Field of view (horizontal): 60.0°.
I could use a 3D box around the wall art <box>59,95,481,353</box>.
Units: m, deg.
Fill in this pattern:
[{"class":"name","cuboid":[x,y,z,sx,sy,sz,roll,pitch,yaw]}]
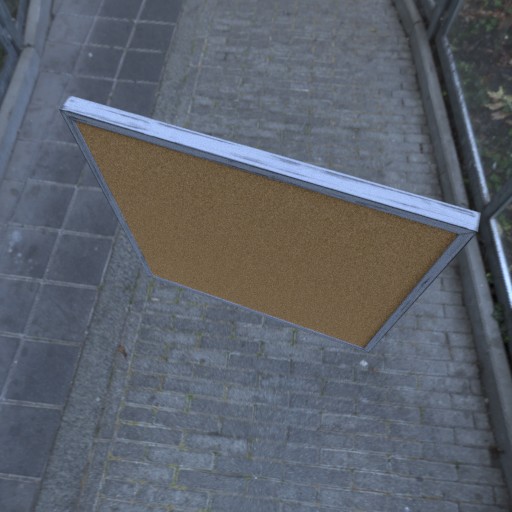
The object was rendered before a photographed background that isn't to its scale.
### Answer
[{"class":"wall art","cuboid":[0.000,0.000,1.107,0.761,0.761,0.037,18,65,9]}]
